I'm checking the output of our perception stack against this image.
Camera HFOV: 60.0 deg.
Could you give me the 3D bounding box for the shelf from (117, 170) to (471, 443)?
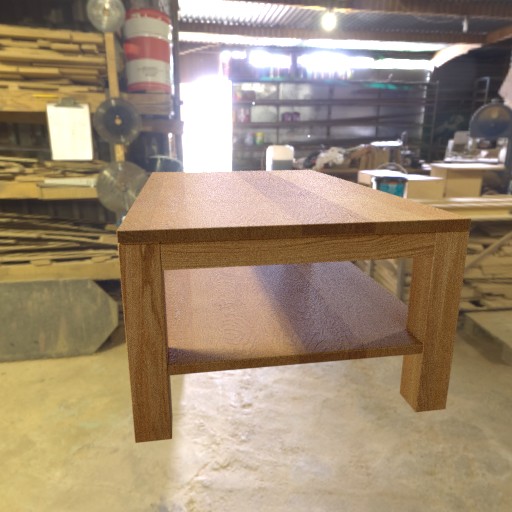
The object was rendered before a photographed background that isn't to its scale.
[{"bbox_3d":[0.000,0.000,1.456,0.700,0.450,1.150,-3,16,-9],"label":"shelf"}]
